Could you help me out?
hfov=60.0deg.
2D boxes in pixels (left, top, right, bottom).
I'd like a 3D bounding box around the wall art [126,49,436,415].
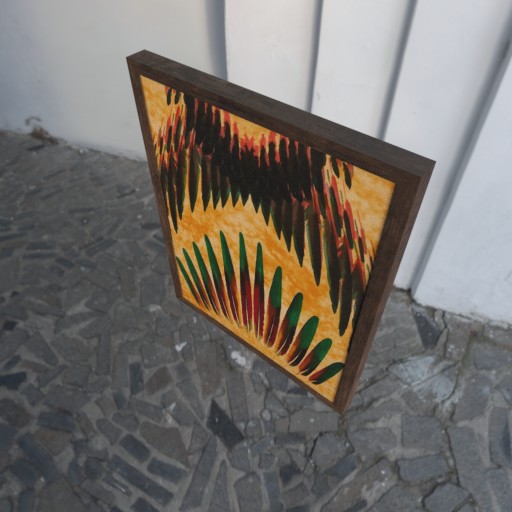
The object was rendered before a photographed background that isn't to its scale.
[{"bbox_3d":[0.000,0.000,0.546,0.329,0.406,0.027,30,54,26],"label":"wall art"}]
